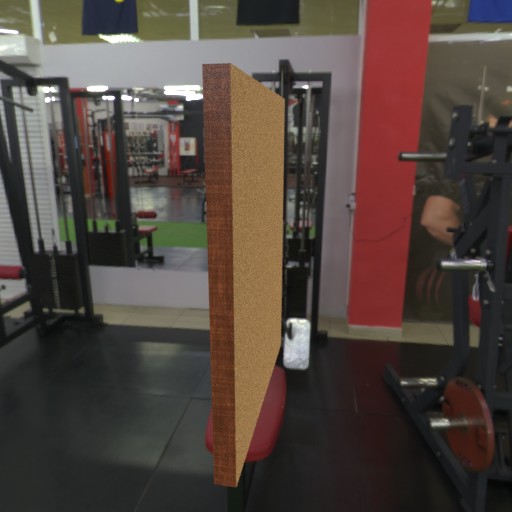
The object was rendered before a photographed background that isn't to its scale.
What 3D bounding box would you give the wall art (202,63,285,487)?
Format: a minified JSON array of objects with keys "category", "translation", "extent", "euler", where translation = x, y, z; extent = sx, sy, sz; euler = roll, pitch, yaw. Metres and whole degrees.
[{"category":"wall art","translation":[0.000,0.000,0.791],"extent":[0.033,0.567,0.467],"euler":[3,15,11]}]
